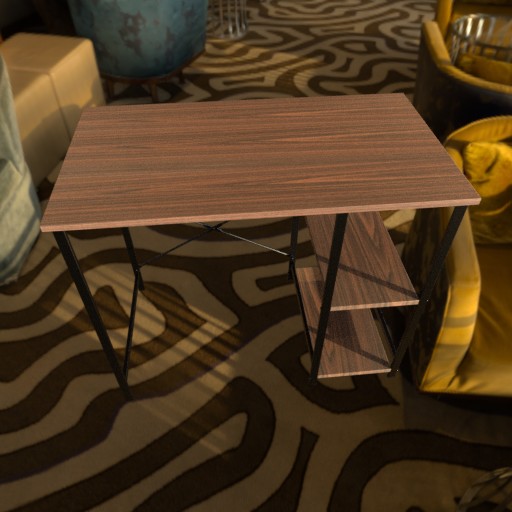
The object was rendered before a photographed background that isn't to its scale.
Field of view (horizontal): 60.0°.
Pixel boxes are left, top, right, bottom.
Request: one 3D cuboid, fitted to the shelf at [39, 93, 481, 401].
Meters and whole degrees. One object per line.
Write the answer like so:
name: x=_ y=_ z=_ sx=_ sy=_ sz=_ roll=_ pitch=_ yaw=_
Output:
shelf: x=0.000 y=0.000 z=1.339 sx=0.902 sy=0.750 sz=0.498 roll=-4 pitch=45 yaw=-4
